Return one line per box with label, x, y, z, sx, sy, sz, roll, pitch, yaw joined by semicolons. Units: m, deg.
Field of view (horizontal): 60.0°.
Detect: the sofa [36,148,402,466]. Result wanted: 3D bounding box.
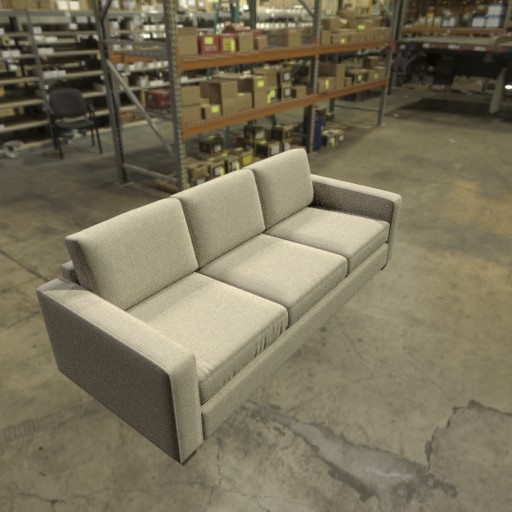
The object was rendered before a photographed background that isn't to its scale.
sofa;0.000;0.000;2.585;0.900;0.800;2.160;20;35;32
